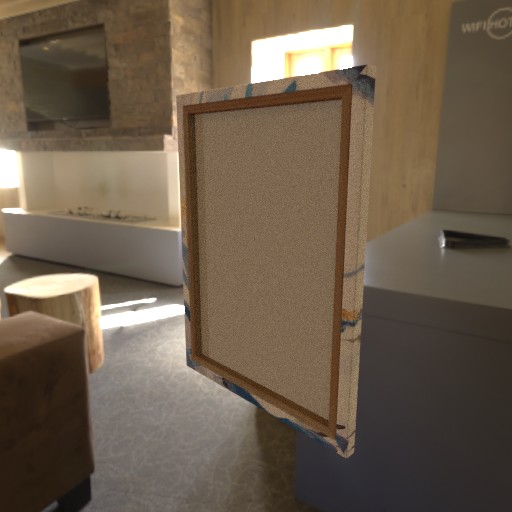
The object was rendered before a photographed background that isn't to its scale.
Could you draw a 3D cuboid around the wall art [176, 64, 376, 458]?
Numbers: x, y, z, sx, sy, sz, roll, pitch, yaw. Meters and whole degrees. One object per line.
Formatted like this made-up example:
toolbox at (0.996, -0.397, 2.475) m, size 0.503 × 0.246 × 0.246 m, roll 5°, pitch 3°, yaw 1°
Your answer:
wall art at (0.000, 0.000, 1.386) m, size 0.038 × 1.015 × 0.761 m, roll -12°, pitch 18°, yaw -42°
